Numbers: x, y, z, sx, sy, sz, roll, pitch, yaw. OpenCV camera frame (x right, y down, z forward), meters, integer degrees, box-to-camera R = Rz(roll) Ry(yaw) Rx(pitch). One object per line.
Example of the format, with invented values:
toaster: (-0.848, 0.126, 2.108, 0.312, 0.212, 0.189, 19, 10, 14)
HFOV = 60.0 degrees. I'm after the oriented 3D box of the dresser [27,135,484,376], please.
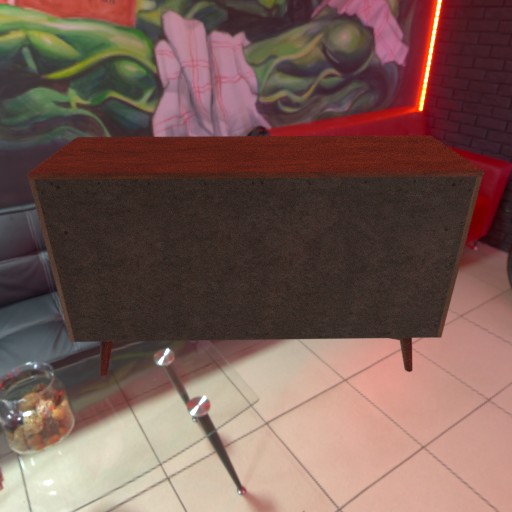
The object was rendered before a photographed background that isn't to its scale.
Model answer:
dresser: (0.000, 0.000, 1.859, 1.472, 0.889, 0.500, -1, 29, -1)
